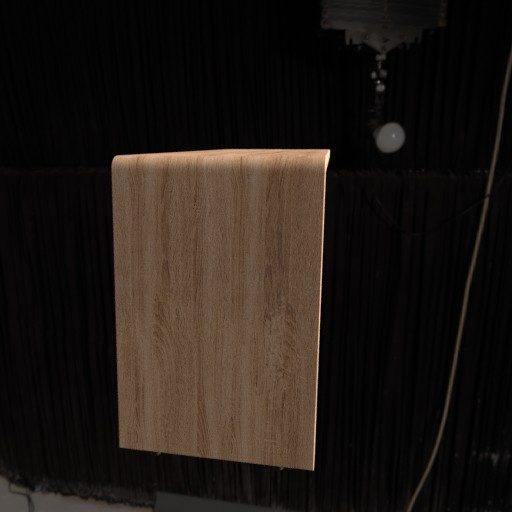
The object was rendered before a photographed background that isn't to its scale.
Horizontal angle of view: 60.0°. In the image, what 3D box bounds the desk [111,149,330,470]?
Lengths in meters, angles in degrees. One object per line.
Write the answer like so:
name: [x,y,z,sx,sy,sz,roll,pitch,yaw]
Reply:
desk: [0.000,0.000,1.639,0.500,0.750,1.300,2,14,9]
